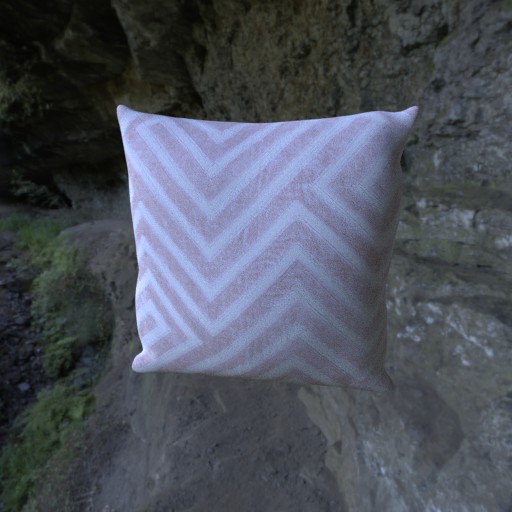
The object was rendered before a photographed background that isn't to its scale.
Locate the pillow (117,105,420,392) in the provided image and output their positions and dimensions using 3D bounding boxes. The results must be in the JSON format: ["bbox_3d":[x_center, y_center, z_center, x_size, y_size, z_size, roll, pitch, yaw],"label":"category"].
[{"bbox_3d":[0.000,0.000,0.673,0.440,0.441,0.182,3,15,10],"label":"pillow"}]
